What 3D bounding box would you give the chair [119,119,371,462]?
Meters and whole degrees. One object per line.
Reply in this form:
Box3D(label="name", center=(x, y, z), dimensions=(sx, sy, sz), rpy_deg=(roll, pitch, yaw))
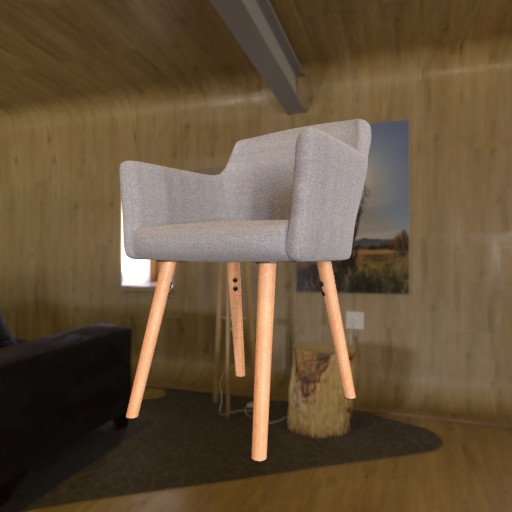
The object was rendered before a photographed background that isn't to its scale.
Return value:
Box3D(label="chair", center=(0.000, 0.000, 1.170), dimensions=(0.570, 0.780, 0.540), rpy_deg=(0, 0, 35))
